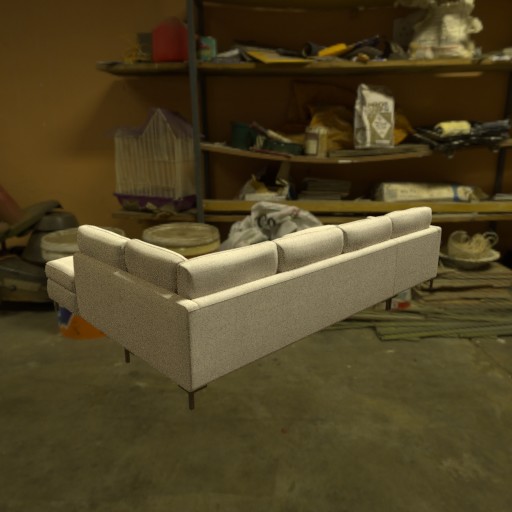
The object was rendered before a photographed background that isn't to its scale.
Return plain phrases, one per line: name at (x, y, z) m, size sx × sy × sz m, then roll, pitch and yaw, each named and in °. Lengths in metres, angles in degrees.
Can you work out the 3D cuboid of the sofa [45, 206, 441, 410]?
sofa at (0.000, 0.000, 3.654) m, size 2.737 × 0.756 × 1.879 m, roll -14°, pitch 21°, yaw -42°
